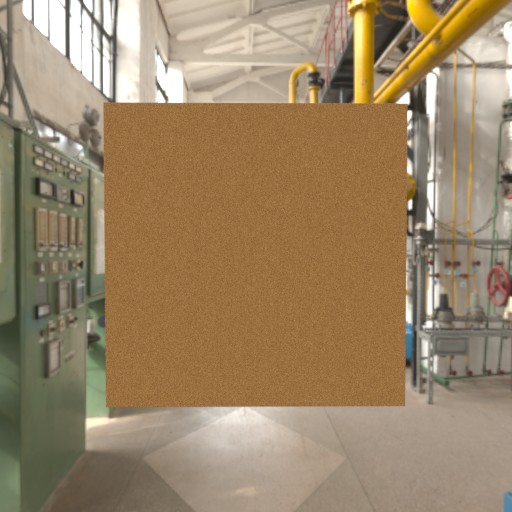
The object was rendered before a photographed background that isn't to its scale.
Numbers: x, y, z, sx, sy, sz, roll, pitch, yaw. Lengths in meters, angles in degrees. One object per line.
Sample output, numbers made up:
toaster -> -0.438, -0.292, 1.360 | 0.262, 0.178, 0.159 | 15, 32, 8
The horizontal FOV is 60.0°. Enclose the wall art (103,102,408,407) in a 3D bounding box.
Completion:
wall art -> 0.000, 0.000, 0.598 | 0.404, 0.406, 0.010 | 0, 1, -1
